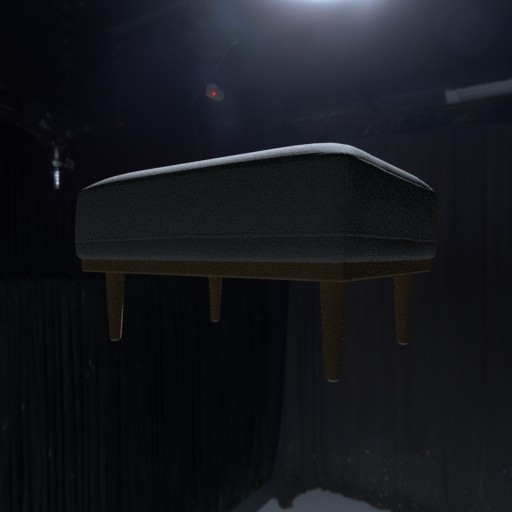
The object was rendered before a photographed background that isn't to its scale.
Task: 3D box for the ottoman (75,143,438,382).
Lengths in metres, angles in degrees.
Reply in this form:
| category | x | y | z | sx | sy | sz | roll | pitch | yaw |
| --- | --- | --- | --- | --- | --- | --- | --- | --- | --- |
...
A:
| category | x | y | z | sx | sy | sz | roll | pitch | yaw |
| --- | --- | --- | --- | --- | --- | --- | --- | --- | --- |
| ottoman | 0.000 | 0.000 | 1.099 | 0.749 | 0.428 | 0.549 | 0 | 1 | 36 |
